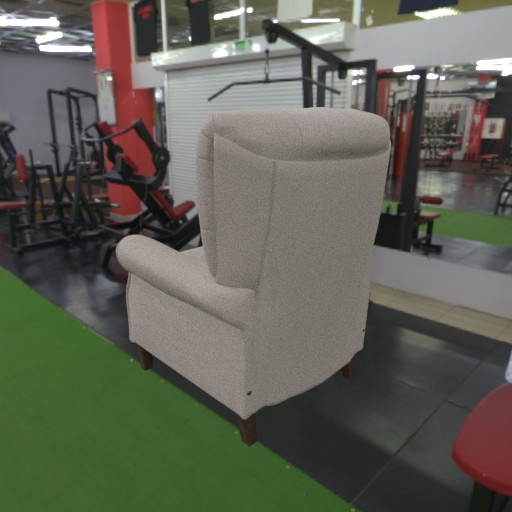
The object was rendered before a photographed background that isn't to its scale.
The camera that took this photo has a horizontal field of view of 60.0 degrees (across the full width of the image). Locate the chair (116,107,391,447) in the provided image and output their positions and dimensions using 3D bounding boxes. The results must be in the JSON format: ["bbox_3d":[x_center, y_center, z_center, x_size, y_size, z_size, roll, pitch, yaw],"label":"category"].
[{"bbox_3d":[0.000,0.000,1.919,0.942,1.209,1.025,-15,23,-41],"label":"chair"}]
